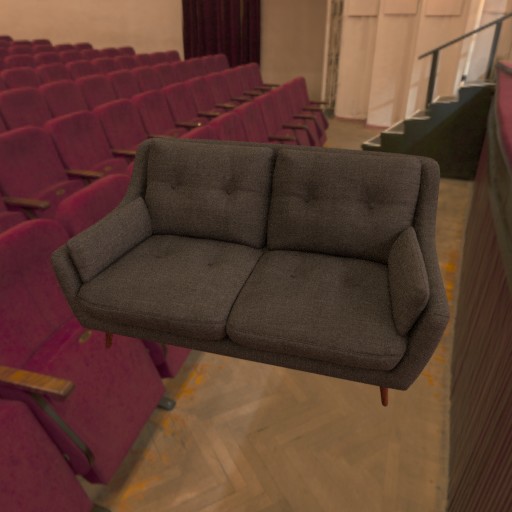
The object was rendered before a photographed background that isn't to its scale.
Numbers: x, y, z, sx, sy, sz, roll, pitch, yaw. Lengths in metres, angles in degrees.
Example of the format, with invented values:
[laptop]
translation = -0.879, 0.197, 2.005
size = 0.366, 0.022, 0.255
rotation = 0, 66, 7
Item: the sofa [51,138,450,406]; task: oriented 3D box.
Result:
[sofa]
translation = 0.000, 0.000, 2.129
size = 1.646, 0.887, 0.976
rotation = 8, 29, 14
